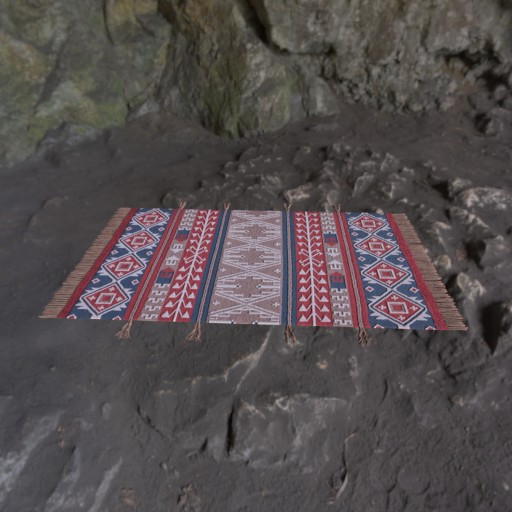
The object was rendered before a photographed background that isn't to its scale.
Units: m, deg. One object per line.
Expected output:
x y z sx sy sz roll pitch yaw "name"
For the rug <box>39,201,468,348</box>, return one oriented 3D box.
0.000 0.000 2.585 2.025 0.040 1.469 1 31 2 "rug"
